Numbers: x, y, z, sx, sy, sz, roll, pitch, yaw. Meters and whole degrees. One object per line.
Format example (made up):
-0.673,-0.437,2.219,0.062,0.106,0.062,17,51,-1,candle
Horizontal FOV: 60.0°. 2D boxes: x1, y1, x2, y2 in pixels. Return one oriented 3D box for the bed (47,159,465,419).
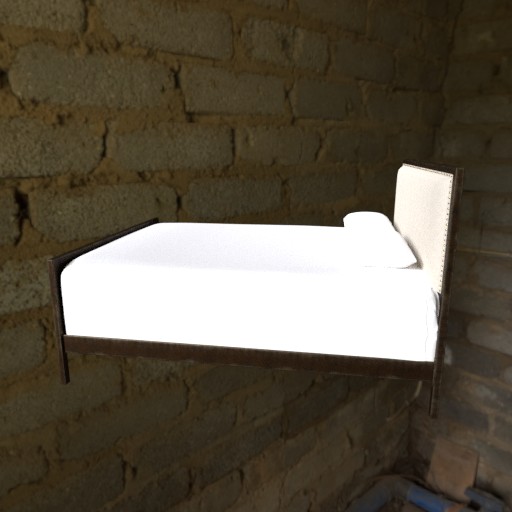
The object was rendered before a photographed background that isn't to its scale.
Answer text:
0.000,0.000,3.142,2.221,1.313,1.607,2,14,9,bed
